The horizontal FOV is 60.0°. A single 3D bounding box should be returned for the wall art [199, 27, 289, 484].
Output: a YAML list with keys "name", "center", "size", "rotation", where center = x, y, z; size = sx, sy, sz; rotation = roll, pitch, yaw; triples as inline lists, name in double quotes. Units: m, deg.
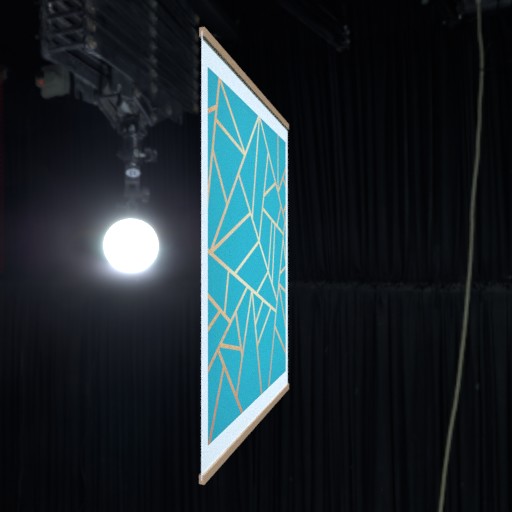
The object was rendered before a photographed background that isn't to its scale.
- name: "wall art"
  center: [0.000, 0.000, 1.346]
  size: [0.013, 1.016, 0.758]
  rotation: [0, 0, 19]
